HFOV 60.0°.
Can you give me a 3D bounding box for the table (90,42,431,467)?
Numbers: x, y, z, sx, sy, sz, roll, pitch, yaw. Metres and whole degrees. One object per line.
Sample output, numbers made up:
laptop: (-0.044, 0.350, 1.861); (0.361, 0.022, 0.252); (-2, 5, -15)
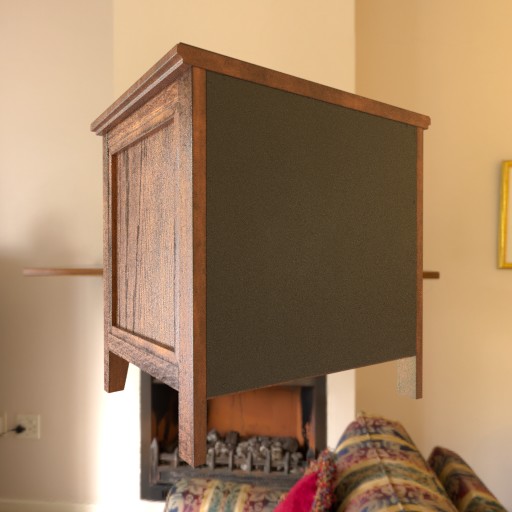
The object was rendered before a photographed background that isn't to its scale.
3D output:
table: (0.000, 0.000, 0.967); (0.586, 0.597, 0.461); (0, 0, -35)
